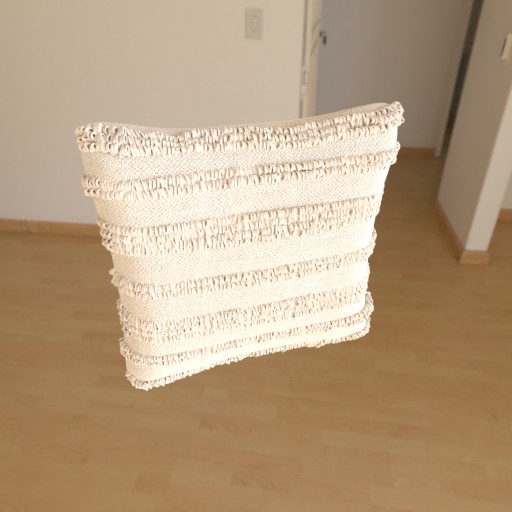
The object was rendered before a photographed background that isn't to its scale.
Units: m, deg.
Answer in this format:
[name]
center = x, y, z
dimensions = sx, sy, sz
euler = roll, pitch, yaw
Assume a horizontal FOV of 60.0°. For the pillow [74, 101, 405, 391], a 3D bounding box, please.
[pillow]
center = 0.000, 0.000, 0.661
dimensions = 0.437, 0.427, 0.145
euler = -9, 33, -15
